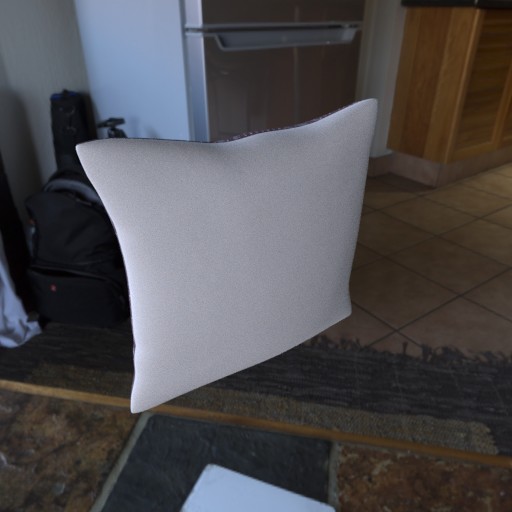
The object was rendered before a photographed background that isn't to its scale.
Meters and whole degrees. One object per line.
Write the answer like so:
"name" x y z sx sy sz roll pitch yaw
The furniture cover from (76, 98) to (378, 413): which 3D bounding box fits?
"furniture cover" 0.000 0.000 0.825 0.552 0.509 0.193 -18 35 -28
